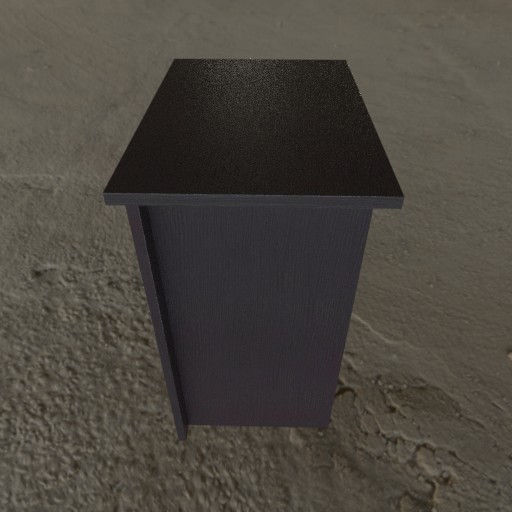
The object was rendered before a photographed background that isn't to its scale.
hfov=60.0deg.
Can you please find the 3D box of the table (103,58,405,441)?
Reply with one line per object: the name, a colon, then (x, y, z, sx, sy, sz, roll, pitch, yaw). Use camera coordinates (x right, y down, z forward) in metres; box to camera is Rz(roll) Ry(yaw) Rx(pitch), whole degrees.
table: (0.000, 0.000, 1.045, 0.408, 0.711, 0.589, 1, 40, 1)
